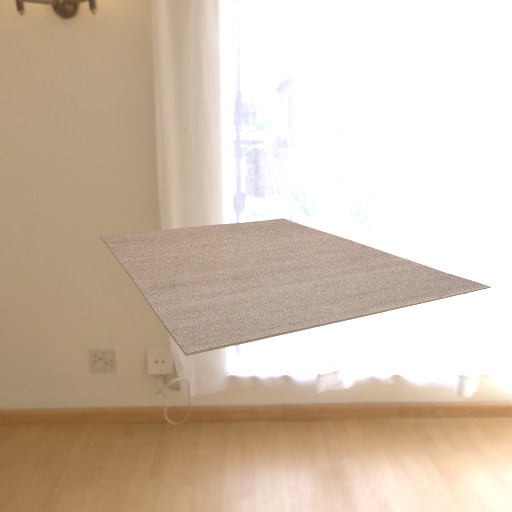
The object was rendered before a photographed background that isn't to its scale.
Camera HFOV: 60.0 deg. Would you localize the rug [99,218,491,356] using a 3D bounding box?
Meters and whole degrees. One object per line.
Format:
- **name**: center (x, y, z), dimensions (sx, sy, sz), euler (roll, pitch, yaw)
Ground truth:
- **rug**: center (0.000, 0.000, 4.287), dimensions (2.467, 0.046, 3.245), euler (-7, 17, -25)
